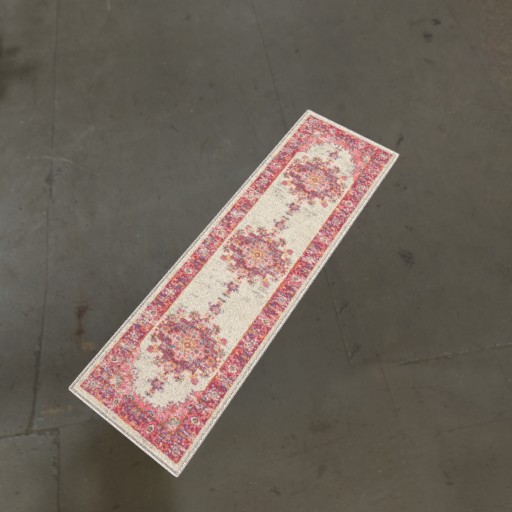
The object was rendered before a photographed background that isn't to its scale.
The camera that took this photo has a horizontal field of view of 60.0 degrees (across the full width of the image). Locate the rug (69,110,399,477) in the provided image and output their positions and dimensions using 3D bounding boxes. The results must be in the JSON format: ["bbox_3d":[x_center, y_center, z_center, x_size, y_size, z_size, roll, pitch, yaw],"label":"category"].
[{"bbox_3d":[0.000,0.000,2.030,0.562,0.009,1.824,32,67,15],"label":"rug"}]
